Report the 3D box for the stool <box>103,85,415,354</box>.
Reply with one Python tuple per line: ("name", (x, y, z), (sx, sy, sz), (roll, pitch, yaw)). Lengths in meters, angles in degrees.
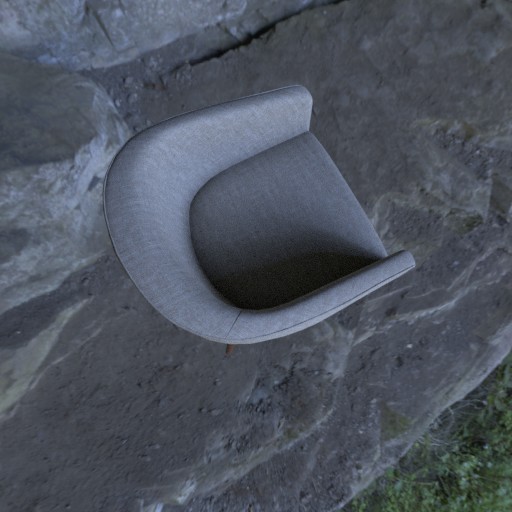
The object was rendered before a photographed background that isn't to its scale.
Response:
("stool", (0.000, 0.000, 1.398), (0.607, 1.078, 0.559), (-27, 77, -7))
